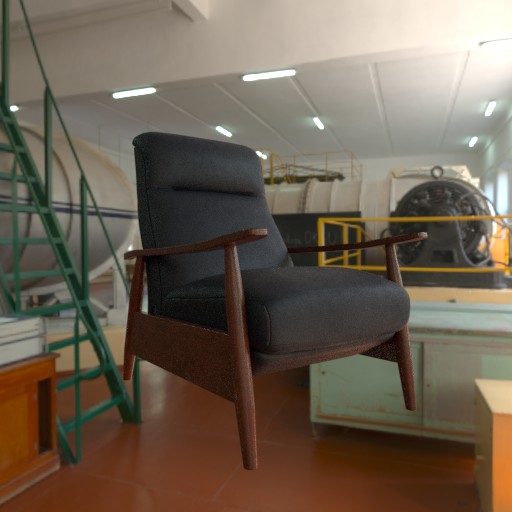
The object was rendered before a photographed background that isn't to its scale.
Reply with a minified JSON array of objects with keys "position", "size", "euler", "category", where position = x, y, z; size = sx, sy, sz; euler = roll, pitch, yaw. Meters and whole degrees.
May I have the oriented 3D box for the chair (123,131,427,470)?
[{"position":[0.000,0.000,1.737],"size":[0.762,1.082,1.014],"euler":[-1,2,-36],"category":"chair"}]
